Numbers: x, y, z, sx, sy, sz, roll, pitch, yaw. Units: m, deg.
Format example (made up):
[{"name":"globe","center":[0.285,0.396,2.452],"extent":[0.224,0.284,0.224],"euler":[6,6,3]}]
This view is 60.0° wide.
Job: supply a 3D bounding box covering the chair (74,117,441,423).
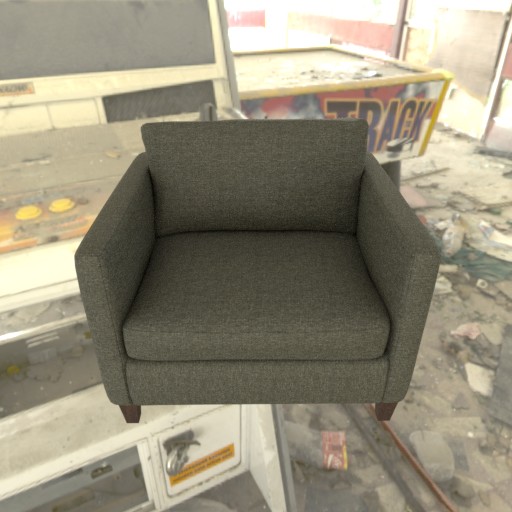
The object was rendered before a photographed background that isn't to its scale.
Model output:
[{"name":"chair","center":[0.000,0.000,1.790],"extent":[1.107,0.963,0.959],"euler":[0,32,-1]}]
